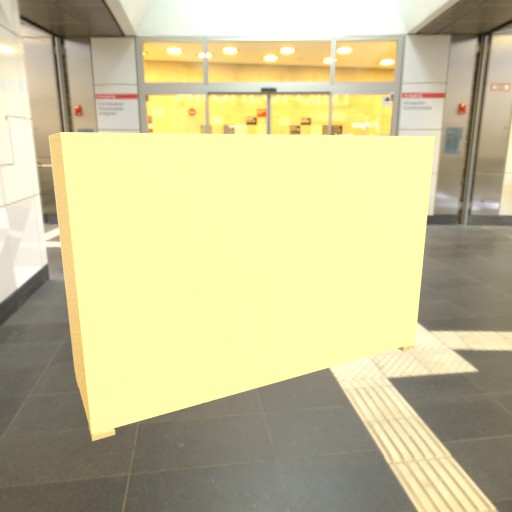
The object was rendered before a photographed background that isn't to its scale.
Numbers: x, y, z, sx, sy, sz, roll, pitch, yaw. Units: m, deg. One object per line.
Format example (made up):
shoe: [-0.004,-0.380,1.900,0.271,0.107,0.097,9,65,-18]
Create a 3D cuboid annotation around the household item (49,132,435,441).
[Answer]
household item: [0.000,0.000,1.659,1.300,0.867,0.420,-7,16,-27]
